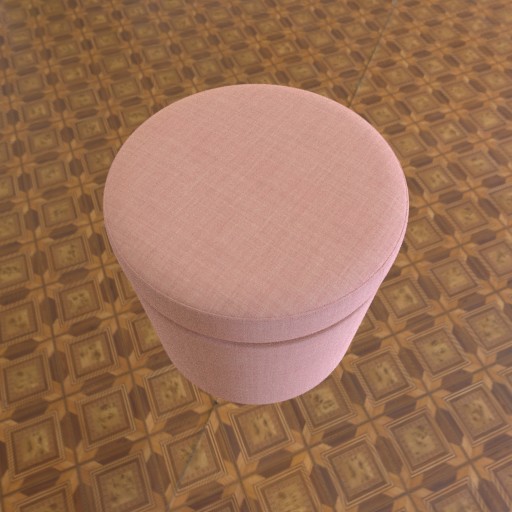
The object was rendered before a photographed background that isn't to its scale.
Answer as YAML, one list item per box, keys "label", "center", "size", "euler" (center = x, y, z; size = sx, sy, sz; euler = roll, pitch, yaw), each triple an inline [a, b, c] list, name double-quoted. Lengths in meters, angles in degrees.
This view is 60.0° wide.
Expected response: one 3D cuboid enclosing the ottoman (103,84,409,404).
- label: "ottoman"
  center: [0.000, 0.000, 0.737]
  size: [0.400, 0.406, 0.400]
  euler: [0, 58, 0]
